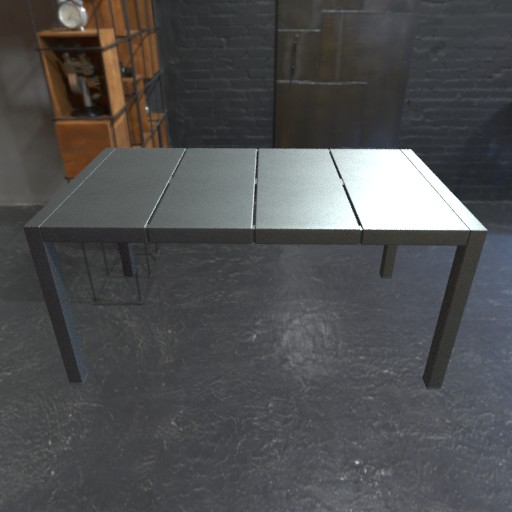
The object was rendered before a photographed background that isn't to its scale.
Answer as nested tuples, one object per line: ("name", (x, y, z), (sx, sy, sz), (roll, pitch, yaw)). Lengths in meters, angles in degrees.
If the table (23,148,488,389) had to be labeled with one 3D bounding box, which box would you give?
("table", (0.000, 0.000, 1.273), (0.965, 0.460, 0.559), (1, 30, 1))
